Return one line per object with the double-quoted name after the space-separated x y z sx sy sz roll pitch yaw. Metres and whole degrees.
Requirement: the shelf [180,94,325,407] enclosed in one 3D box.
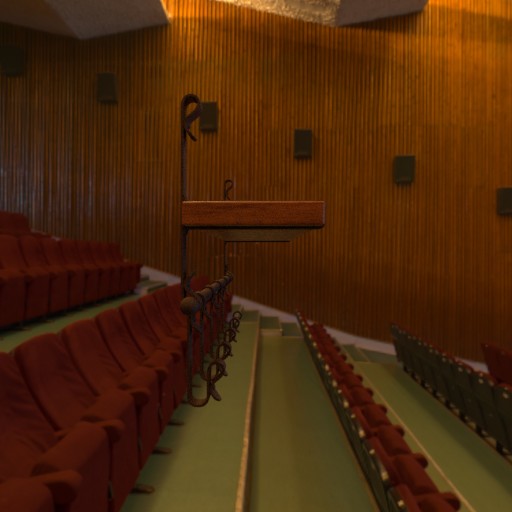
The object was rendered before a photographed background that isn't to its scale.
0.000 0.000 0.713 0.146 0.330 0.567 0 0 1 "shelf"
